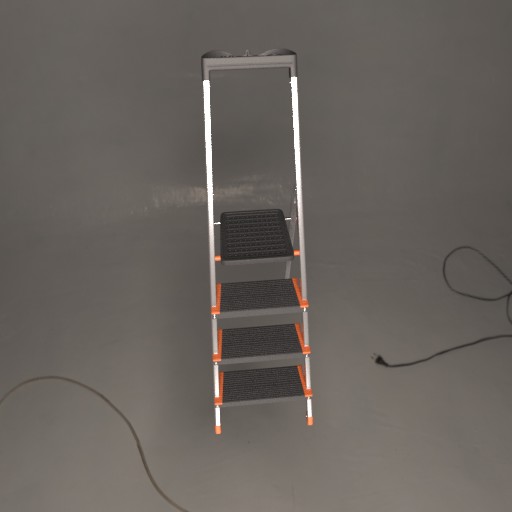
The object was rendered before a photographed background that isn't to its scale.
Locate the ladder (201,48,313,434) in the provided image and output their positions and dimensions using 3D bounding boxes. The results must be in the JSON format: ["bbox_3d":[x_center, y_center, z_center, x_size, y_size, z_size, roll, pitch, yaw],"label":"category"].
[{"bbox_3d":[0.000,0.000,1.813,0.452,1.429,0.834,-4,46,-4],"label":"ladder"}]
